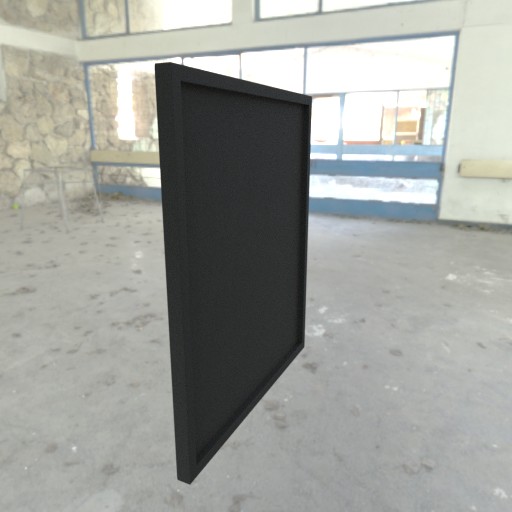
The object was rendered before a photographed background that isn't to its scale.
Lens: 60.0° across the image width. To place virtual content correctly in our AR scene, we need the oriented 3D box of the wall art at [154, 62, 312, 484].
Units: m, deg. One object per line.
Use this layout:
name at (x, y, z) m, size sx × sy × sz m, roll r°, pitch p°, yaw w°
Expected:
wall art at (0.000, 0.000, 0.700) m, size 0.021 × 0.508 × 0.432 m, roll 7°, pitch 17°, yaw 25°
